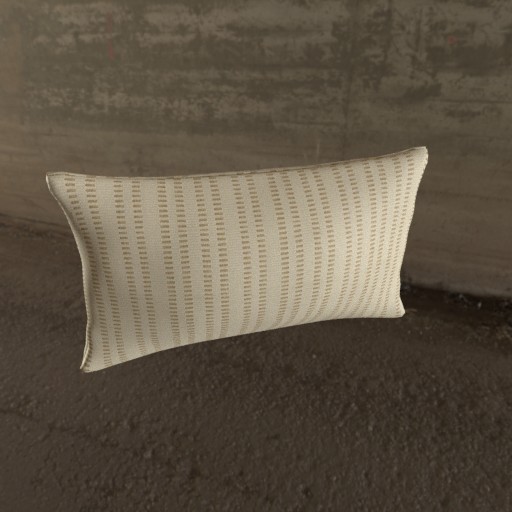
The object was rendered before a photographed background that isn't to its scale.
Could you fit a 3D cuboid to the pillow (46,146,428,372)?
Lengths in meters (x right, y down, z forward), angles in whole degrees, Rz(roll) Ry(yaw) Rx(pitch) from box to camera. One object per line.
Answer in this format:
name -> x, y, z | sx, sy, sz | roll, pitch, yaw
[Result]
pillow -> 0.000, 0.000, 0.788 | 0.640, 0.353, 0.210 | -7, 27, -15
